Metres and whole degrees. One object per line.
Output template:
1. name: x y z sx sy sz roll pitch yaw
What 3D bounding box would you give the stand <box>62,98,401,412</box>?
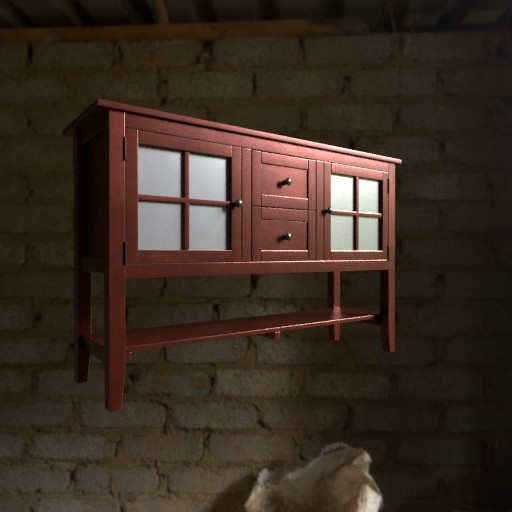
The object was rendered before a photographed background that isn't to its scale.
1. stand: 0.000 0.000 1.774 1.362 0.872 0.410 0 1 -36
